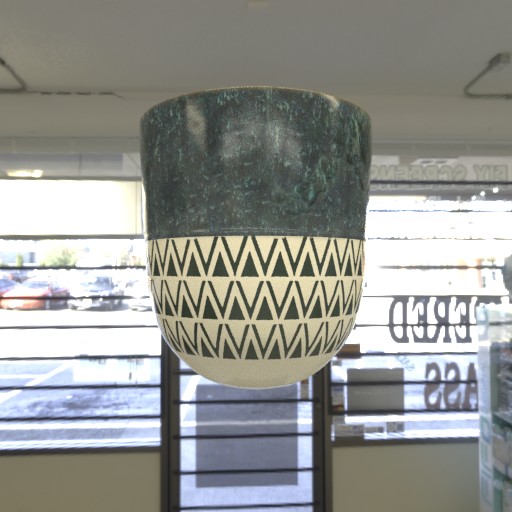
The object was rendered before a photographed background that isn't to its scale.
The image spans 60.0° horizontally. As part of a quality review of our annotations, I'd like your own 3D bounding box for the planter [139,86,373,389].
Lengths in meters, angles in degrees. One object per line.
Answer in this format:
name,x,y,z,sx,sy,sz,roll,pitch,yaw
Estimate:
planter,0.000,0.000,0.379,0.195,0.214,0.195,0,-2,0
